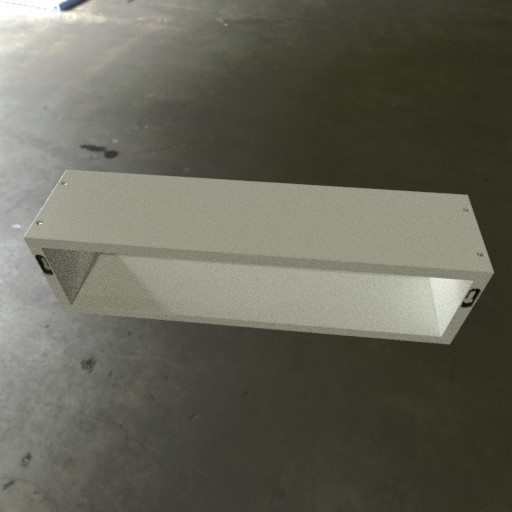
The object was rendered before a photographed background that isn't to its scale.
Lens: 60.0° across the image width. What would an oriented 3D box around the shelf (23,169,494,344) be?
[{"bbox_3d":[0.000,0.000,0.684,0.610,0.170,0.150,4,48,4],"label":"shelf"}]
